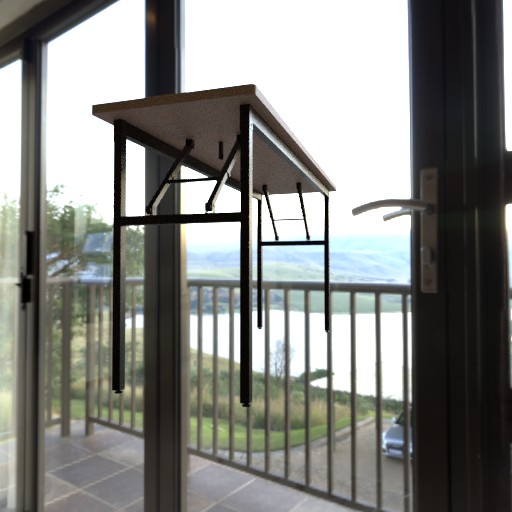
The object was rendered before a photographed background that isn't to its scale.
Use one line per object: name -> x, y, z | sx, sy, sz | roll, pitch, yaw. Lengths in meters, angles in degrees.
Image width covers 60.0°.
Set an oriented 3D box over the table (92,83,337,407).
table -> 0.000, 0.000, 1.727 | 0.447, 0.750, 1.397 | 0, -1, 18
